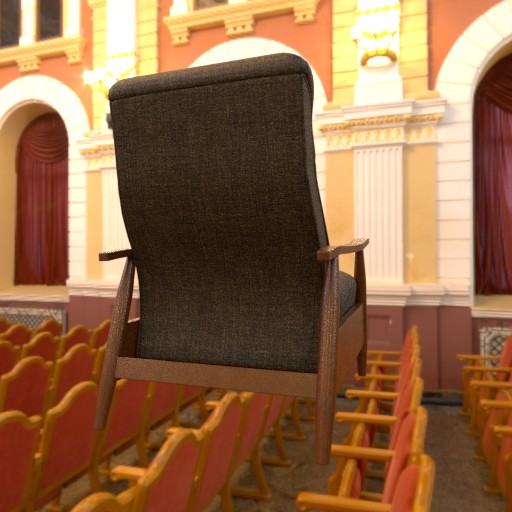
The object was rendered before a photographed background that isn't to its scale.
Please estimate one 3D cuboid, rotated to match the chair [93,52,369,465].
[{"bbox_3d":[0.000,0.000,1.715,0.762,1.082,1.014,0,-1,20],"label":"chair"}]
